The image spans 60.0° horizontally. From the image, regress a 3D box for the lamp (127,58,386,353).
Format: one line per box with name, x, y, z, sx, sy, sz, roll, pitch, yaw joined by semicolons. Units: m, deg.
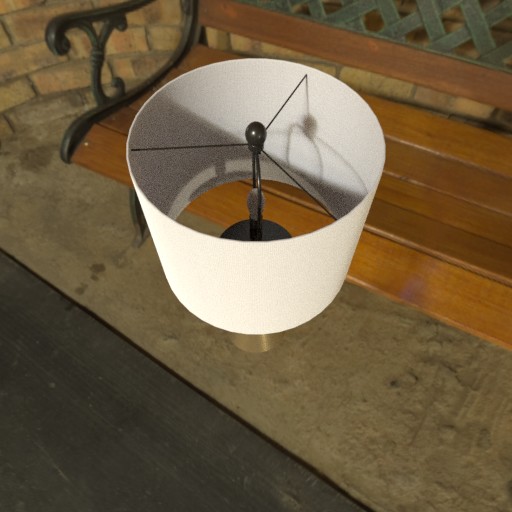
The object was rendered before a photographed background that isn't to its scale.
lamp;0.000;0.000;0.752;0.304;0.573;0.304;-3;58;-2
